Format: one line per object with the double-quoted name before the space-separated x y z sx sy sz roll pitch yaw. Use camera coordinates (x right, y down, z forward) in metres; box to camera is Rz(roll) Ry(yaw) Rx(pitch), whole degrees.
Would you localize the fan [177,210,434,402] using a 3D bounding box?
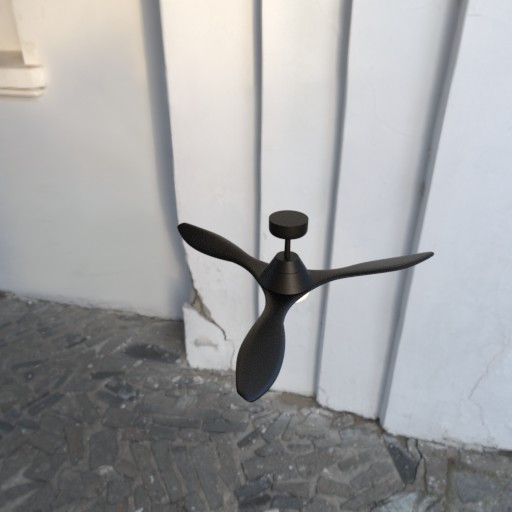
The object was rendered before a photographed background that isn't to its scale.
"fan" 0.000 0.000 1.623 1.067 0.305 1.067 17 33 27
